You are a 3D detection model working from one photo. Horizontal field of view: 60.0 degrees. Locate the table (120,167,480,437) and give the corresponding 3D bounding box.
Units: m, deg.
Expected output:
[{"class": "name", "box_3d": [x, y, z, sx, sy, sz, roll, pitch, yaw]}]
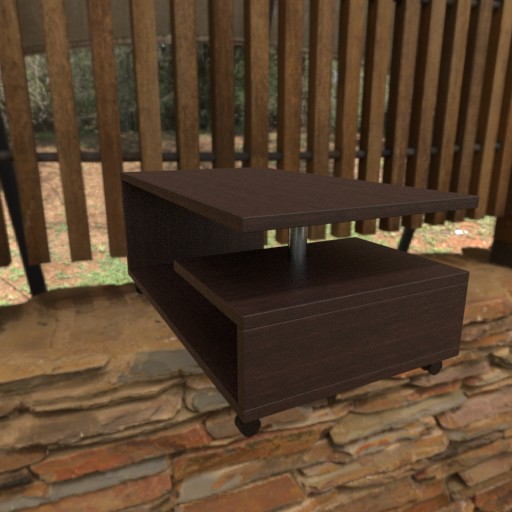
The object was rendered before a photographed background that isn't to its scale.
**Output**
[{"class": "table", "box_3d": [0.000, 0.000, 1.374, 0.590, 0.460, 1.050, -8, 17, -26]}]
